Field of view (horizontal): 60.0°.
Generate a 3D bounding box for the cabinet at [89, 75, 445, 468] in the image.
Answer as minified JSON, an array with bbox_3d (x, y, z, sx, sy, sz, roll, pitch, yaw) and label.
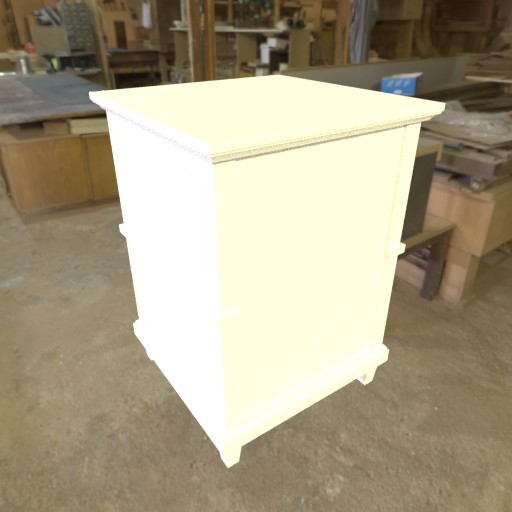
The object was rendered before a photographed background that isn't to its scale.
[{"bbox_3d":[0.000,0.000,1.133,0.544,0.775,0.547,-19,34,-30],"label":"cabinet"}]
